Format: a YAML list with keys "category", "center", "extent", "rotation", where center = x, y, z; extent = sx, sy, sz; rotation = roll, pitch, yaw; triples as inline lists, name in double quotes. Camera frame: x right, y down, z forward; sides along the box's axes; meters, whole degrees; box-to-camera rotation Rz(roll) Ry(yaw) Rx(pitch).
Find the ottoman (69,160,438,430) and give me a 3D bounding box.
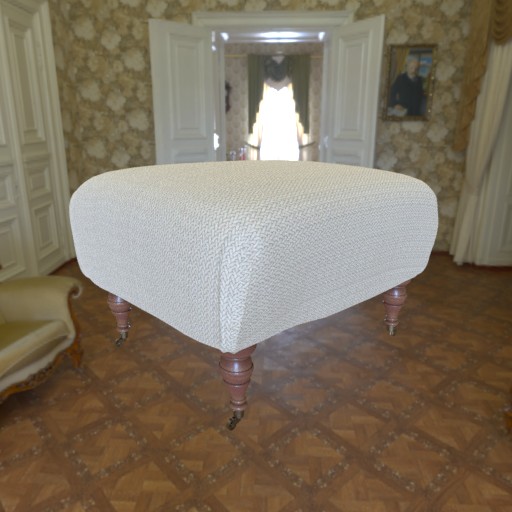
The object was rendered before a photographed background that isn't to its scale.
- category: "ottoman"
  center: [0.000, 0.000, 1.070]
  extent: [0.684, 0.447, 0.622]
  rotation: [-14, 21, -41]
